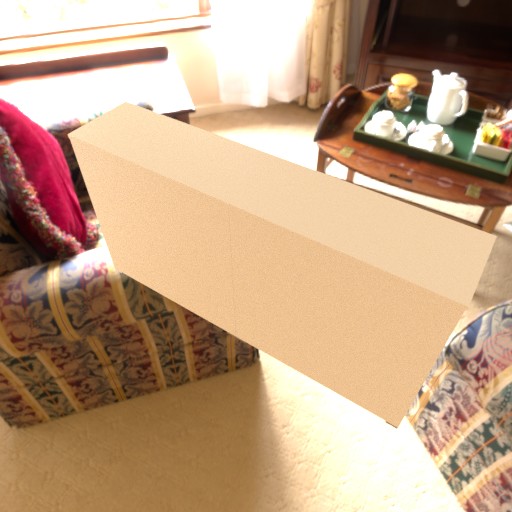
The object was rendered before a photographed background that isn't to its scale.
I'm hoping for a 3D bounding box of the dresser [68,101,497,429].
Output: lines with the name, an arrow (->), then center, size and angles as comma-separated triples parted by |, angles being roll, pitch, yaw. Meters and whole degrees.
dresser -> 0.000, 0.000, 1.822 | 1.535, 0.790, 0.333 | 25, 51, 22
